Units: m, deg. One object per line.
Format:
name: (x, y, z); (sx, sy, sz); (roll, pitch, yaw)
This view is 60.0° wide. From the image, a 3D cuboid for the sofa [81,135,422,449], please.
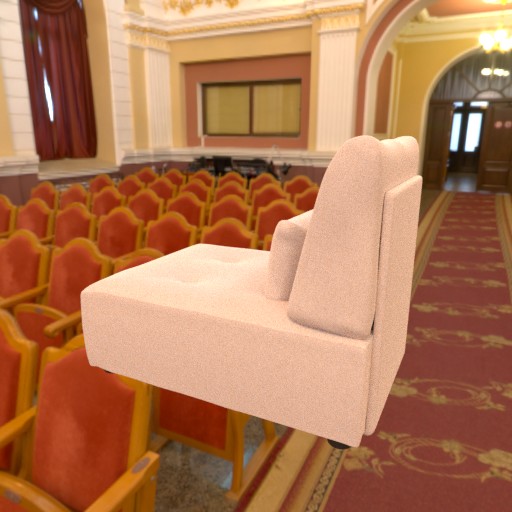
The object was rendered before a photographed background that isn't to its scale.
sofa: (0.000, 0.000, 1.562); (1.000, 0.820, 0.700); (8, 17, 26)
